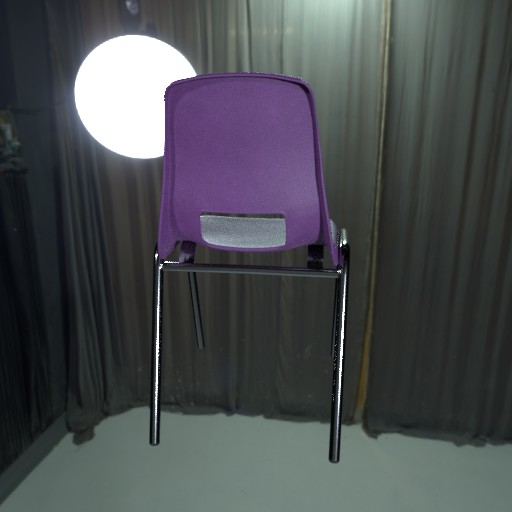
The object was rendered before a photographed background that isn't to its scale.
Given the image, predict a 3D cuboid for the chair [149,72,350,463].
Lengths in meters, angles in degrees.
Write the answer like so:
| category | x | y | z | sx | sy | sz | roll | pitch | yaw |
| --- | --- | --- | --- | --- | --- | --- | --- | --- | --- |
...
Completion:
| category | x | y | z | sx | sy | sz | roll | pitch | yaw |
| --- | --- | --- | --- | --- | --- | --- | --- | --- | --- |
| chair | 0.000 | 0.000 | 0.914 | 0.381 | 0.654 | 0.432 | 2 | 15 | 8 |
